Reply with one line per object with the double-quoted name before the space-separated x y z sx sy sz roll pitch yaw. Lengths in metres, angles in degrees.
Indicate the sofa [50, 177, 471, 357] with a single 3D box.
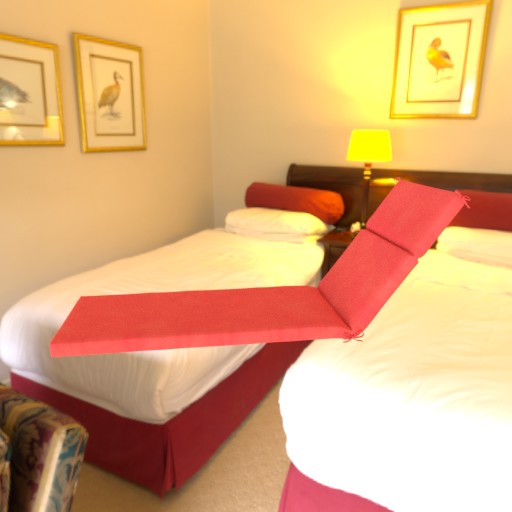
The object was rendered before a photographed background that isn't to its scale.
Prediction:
"sofa" 0.000 0.000 1.960 1.663 0.622 0.582 -2 16 -8
